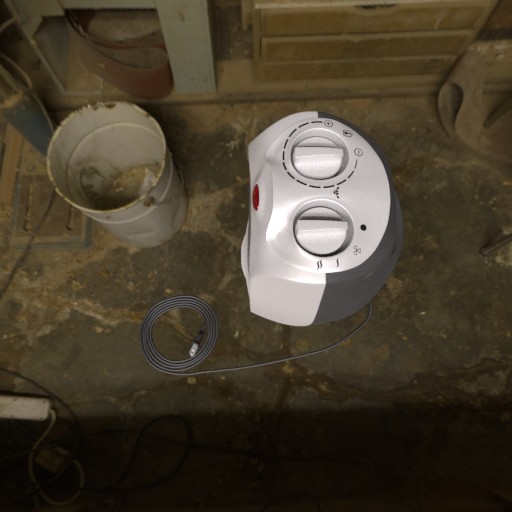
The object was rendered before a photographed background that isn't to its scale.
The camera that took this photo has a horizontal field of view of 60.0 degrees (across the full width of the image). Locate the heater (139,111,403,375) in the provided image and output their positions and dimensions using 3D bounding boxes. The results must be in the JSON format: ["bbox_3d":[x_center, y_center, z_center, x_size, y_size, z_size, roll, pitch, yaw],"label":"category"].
[{"bbox_3d":[0.000,0.000,0.455,0.291,0.240,0.239,-1,76,0],"label":"heater"}]
